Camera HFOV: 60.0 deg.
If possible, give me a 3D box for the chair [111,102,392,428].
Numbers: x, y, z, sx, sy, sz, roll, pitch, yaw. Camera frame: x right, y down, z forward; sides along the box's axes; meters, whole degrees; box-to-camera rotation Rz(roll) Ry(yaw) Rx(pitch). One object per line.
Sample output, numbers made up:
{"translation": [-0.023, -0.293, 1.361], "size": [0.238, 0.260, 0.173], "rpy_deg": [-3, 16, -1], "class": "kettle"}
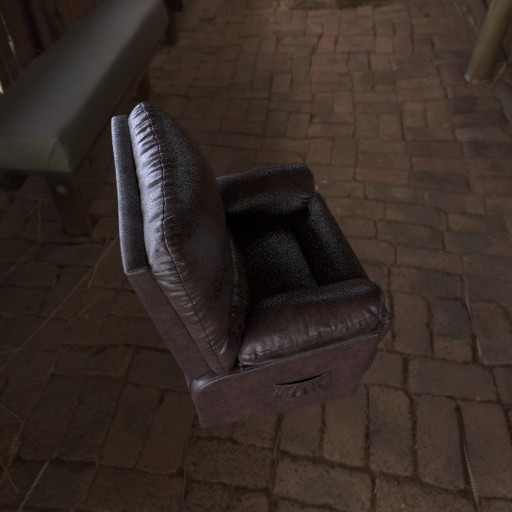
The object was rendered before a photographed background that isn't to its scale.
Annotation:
{"translation": [0.000, 0.000, 1.740], "size": [0.879, 1.041, 0.940], "rpy_deg": [-11, 48, -10], "class": "chair"}
